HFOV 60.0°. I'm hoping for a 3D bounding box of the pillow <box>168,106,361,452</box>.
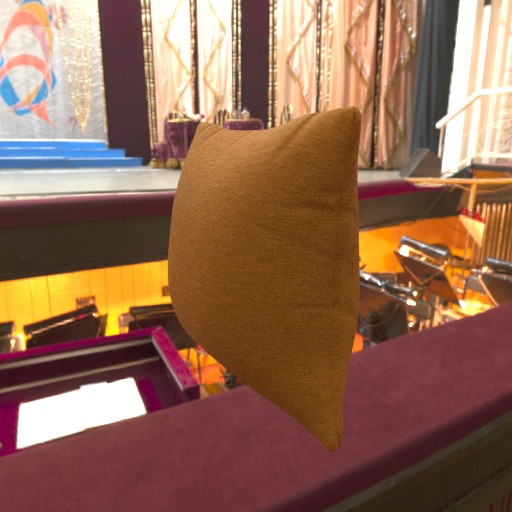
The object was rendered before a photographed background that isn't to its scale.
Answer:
[{"bbox_3d":[0.000,0.000,0.690,0.247,0.417,0.435,-8,16,-28],"label":"pillow"}]
